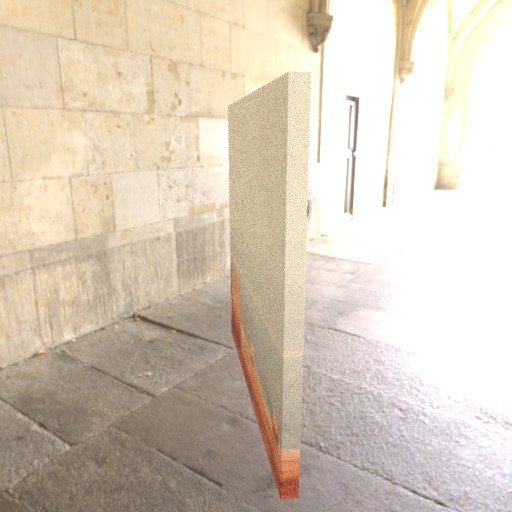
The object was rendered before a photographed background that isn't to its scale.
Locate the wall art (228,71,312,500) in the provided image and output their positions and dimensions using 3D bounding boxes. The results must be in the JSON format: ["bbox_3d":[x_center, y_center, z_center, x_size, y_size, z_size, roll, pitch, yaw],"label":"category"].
[{"bbox_3d":[0.000,0.000,1.109,0.042,0.760,0.760,-3,15,-10],"label":"wall art"}]
